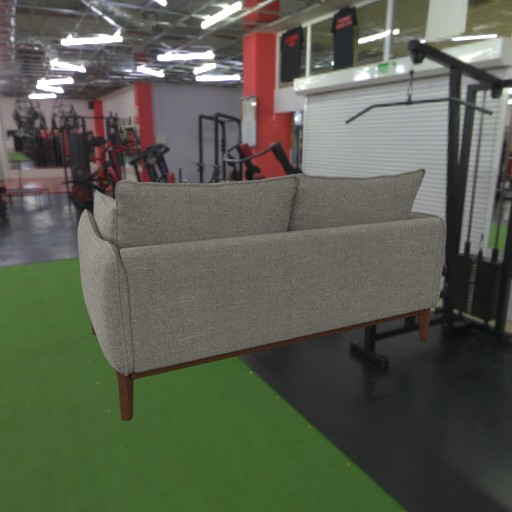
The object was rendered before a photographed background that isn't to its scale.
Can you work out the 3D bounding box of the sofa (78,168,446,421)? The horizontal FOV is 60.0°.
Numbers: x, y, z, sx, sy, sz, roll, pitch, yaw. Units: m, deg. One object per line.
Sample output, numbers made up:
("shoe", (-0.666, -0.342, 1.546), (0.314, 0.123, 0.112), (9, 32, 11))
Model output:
("sofa", (0.000, 0.000, 2.171), (1.580, 0.851, 0.972), (-7, 16, -26))
